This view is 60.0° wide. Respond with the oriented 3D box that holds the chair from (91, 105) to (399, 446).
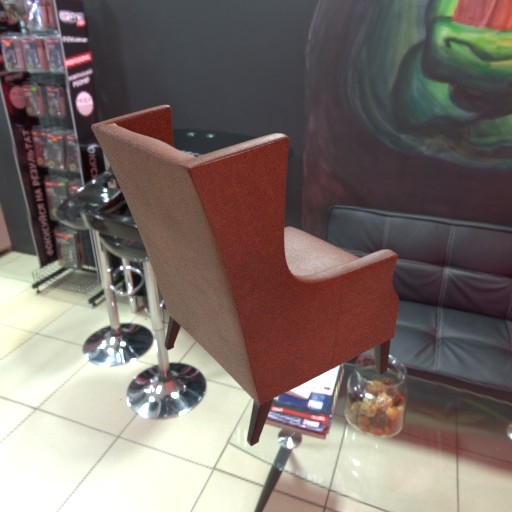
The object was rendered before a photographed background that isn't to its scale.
[{"bbox_3d":[0.000,0.000,1.742,0.913,1.088,0.815,-18,32,-32],"label":"chair"}]
